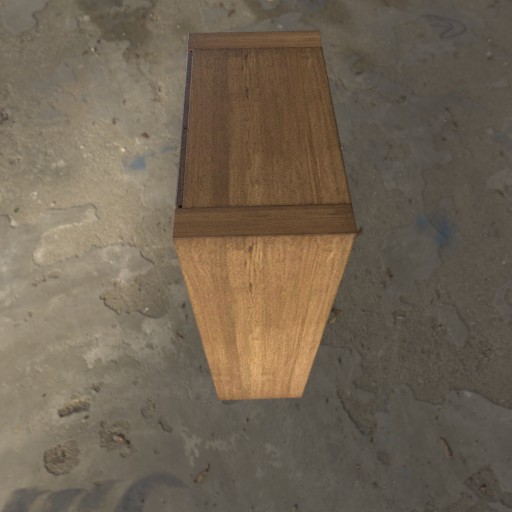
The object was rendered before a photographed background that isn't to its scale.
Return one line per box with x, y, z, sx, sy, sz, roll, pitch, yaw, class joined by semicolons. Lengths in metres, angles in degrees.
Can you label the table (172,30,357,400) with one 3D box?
0.000;0.000;2.524;0.600;2.000;1.100;-2;58;-1;table
